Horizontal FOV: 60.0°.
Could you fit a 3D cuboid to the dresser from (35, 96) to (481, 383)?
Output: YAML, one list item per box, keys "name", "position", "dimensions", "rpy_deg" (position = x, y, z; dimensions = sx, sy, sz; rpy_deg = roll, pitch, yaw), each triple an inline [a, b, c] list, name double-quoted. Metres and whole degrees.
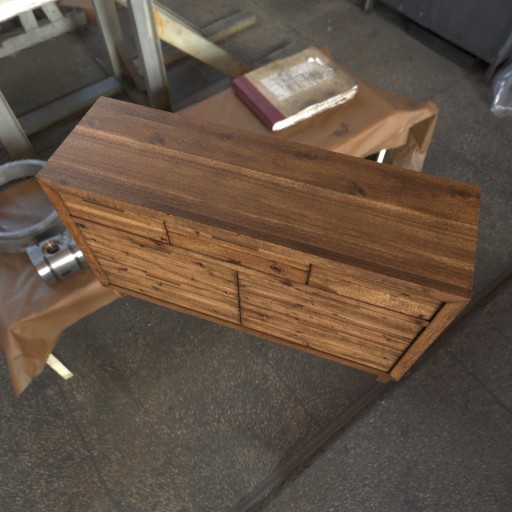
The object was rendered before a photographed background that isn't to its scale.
- name: "dresser"
  position: [0.000, 0.000, 1.815]
  dimensions: [1.387, 0.892, 0.438]
  rpy_deg: [16, 59, 10]
